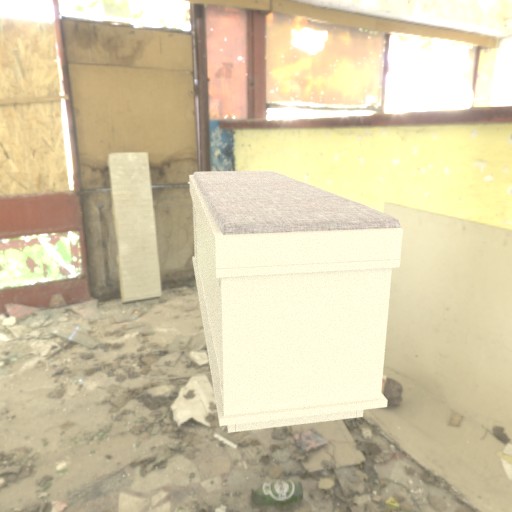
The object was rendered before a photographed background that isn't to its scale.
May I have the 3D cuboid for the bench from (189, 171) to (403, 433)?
[{"bbox_3d":[0.000,0.000,1.419,0.363,0.453,1.196,-3,16,-10],"label":"bench"}]
